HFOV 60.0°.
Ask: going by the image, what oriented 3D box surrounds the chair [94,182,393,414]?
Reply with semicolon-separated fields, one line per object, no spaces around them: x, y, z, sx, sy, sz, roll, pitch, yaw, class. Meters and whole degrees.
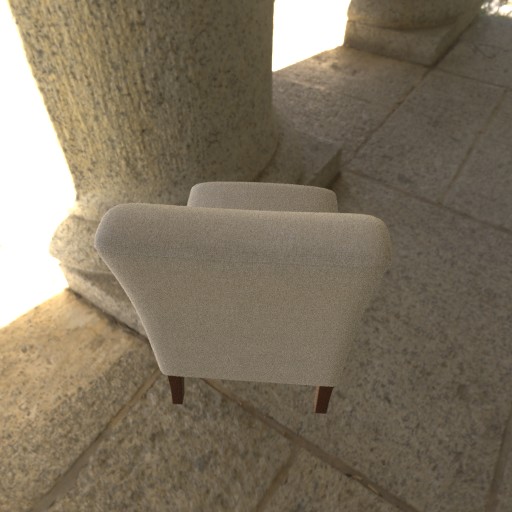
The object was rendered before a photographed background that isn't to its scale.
0.000;0.000;1.285;0.521;0.833;0.754;3;47;3;chair
